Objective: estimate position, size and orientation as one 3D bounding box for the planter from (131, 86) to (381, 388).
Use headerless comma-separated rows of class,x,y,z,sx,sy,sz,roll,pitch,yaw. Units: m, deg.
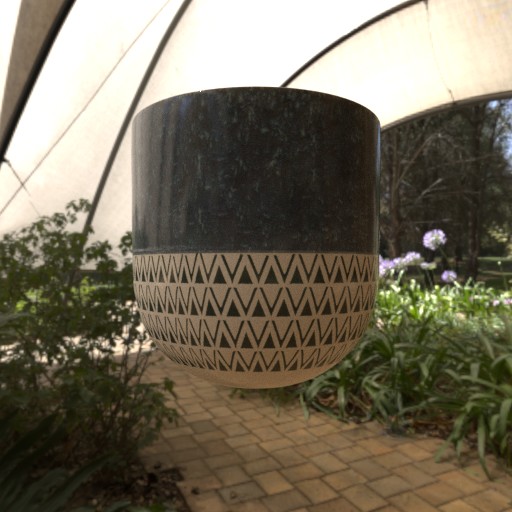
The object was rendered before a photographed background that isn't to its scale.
planter,0.000,0.000,0.488,0.266,0.270,0.266,0,-1,0
